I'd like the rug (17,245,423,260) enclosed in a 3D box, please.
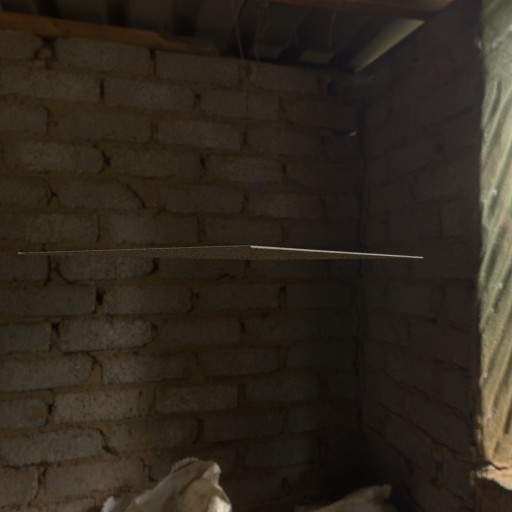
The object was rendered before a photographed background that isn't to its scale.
[{"bbox_3d":[0.000,0.000,2.311,1.236,0.009,1.839,-1,-2,35],"label":"rug"}]
